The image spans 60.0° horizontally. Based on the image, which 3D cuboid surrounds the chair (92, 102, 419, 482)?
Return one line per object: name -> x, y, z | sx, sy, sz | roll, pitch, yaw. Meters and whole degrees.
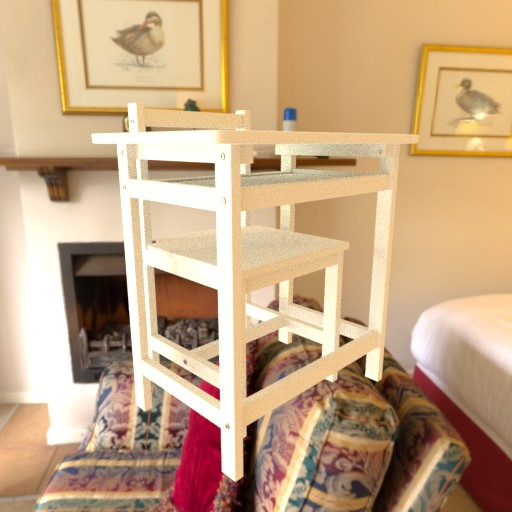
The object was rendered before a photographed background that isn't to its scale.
chair -> 0.000, 0.000, 1.021 | 0.599, 0.673, 0.461 | -14, 20, -43
